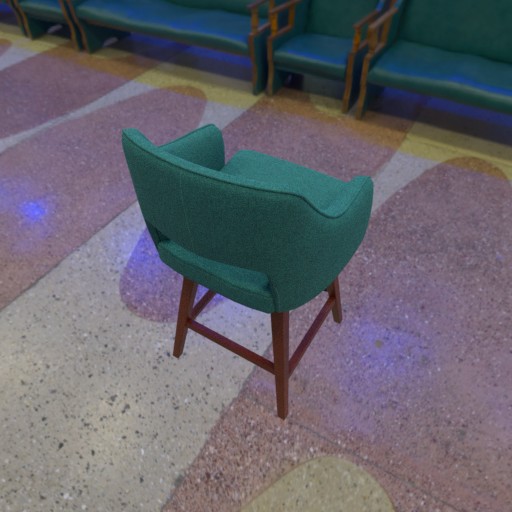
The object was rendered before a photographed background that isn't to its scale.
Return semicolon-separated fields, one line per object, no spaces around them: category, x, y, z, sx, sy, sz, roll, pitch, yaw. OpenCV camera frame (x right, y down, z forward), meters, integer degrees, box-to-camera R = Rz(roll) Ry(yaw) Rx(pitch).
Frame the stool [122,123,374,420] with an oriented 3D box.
stool;0.000;0.000;1.330;0.548;0.961;0.556;24;51;21
